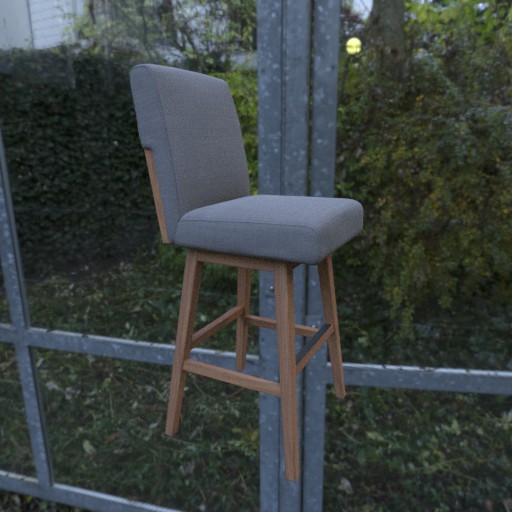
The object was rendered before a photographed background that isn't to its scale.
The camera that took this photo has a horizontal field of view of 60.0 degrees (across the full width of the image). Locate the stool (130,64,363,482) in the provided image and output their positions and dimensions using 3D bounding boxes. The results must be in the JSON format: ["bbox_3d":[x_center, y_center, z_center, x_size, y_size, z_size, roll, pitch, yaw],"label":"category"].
[{"bbox_3d":[0.000,0.000,1.385,0.570,1.112,0.483,8,17,26],"label":"stool"}]
